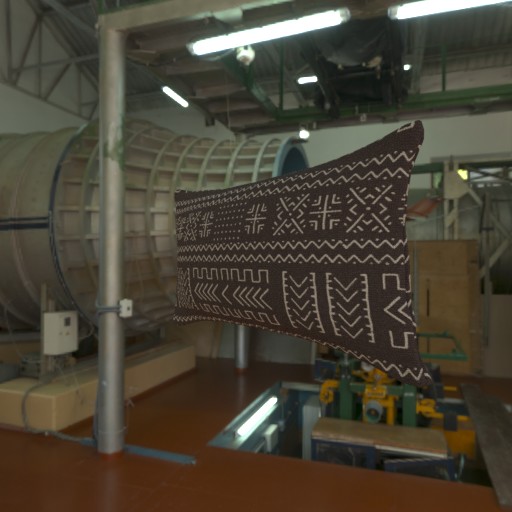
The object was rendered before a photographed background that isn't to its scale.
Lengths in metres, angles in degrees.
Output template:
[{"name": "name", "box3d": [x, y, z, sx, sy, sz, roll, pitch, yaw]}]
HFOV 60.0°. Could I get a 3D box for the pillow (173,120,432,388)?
[{"name": "pillow", "box3d": [0.000, 0.000, 0.786, 0.135, 0.322, 0.667, 0, -1, -37]}]
